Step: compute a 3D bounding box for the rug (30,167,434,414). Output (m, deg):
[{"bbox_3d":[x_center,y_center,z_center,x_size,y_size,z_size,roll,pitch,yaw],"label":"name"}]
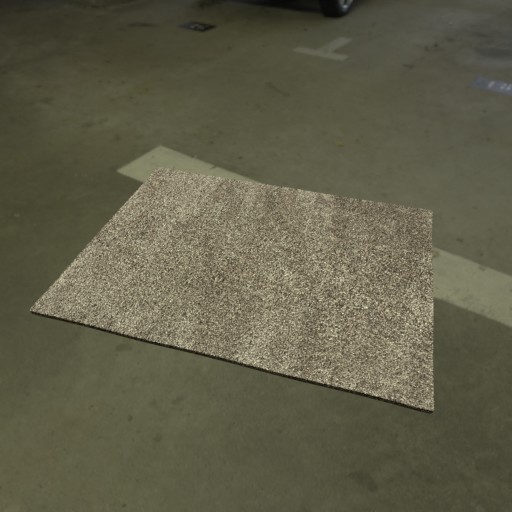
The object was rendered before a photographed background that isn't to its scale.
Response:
[{"bbox_3d":[0.000,0.000,2.093,1.601,0.025,1.198,11,43,12],"label":"rug"}]
